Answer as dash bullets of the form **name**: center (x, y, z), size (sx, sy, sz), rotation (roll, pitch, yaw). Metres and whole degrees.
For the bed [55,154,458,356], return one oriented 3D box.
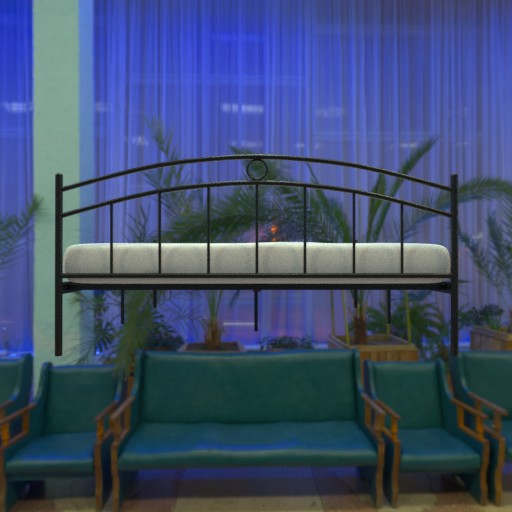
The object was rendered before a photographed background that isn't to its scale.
- **bed**: center (0.000, 0.000, 3.073), size (1.880, 0.940, 2.040), rotation (0, 0, 0)
